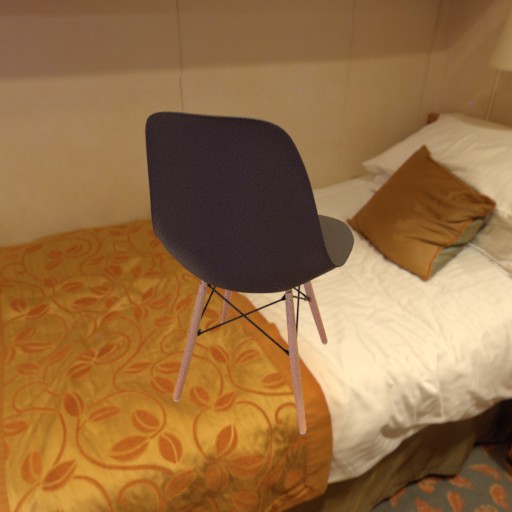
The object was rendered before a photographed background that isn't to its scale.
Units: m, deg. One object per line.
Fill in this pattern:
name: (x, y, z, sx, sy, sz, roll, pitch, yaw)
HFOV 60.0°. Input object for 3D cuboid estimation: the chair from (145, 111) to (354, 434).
chair: (0.000, 0.000, 1.137, 0.470, 0.825, 0.533, 9, 32, 15)
